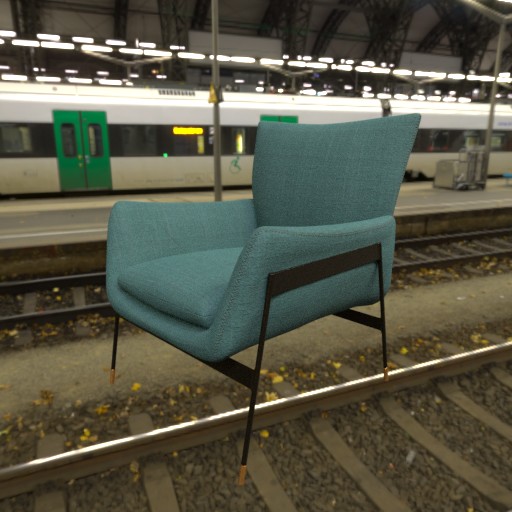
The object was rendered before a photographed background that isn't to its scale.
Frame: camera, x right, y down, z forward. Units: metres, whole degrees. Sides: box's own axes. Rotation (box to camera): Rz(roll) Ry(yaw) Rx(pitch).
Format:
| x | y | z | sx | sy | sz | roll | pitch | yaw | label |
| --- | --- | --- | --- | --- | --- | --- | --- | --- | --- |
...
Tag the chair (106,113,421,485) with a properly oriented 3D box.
| x | y | z | sx | sy | sz | roll | pitch | yaw | label |
| --- | --- | --- | --- | --- | --- | --- | --- | --- | --- |
| 0.000 | 0.000 | 1.392 | 0.769 | 0.859 | 0.678 | -14 | 20 | -43 | chair |
